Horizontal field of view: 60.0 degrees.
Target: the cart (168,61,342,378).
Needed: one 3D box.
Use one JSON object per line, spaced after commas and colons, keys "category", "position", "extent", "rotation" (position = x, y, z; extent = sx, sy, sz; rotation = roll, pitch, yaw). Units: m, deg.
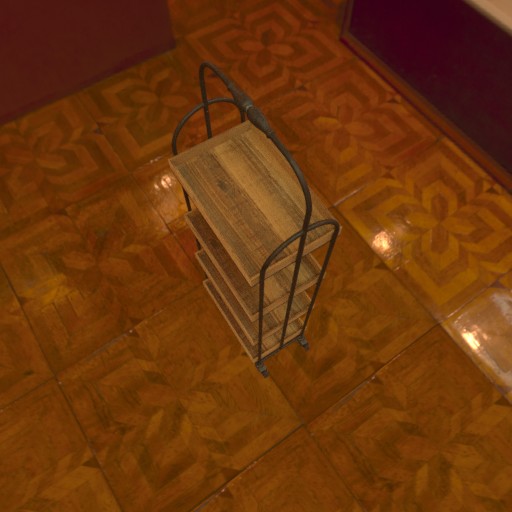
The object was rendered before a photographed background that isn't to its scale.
{"category": "cart", "position": [0.000, 0.000, 1.649], "extent": [0.308, 1.481, 0.581], "rotation": [-30, 68, -13]}
